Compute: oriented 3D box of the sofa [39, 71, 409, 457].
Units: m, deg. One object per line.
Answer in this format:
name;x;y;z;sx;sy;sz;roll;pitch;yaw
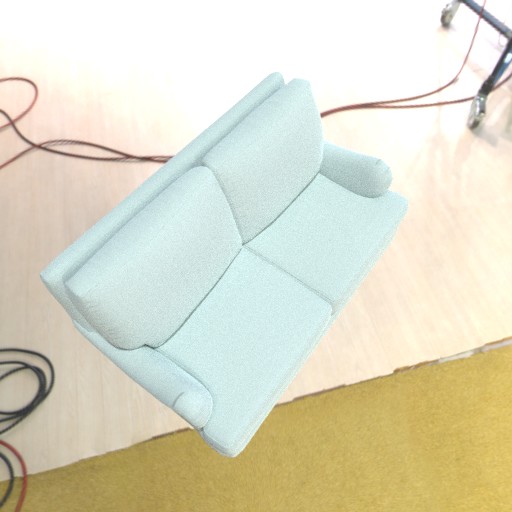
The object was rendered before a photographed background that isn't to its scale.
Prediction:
sofa;0.000;0.000;2.514;1.084;1.101;1.853;33;64;18
